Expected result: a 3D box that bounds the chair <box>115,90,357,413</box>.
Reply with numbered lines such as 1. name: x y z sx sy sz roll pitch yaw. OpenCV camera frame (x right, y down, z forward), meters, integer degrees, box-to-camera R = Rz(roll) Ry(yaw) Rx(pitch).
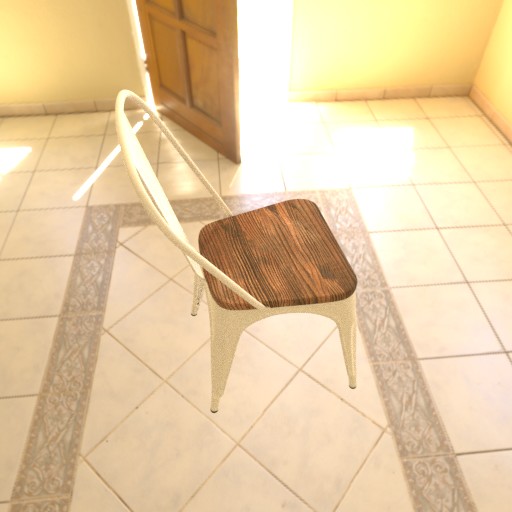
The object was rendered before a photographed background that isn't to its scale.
1. chair: 0.000 0.000 1.144 0.521 0.851 0.452 -11 48 -10
